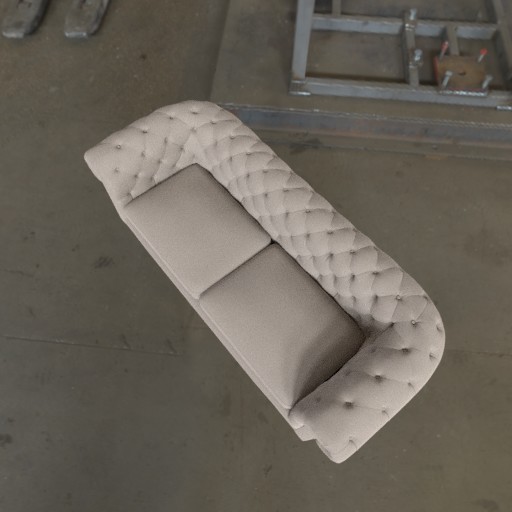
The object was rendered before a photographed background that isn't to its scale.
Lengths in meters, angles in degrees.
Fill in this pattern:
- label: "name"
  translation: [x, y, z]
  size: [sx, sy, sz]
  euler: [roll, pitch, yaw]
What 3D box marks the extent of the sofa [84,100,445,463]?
- label: "sofa"
  translation: [0.000, 0.000, 2.839]
  size: [0.991, 0.749, 2.411]
  euler: [-36, 68, -17]
